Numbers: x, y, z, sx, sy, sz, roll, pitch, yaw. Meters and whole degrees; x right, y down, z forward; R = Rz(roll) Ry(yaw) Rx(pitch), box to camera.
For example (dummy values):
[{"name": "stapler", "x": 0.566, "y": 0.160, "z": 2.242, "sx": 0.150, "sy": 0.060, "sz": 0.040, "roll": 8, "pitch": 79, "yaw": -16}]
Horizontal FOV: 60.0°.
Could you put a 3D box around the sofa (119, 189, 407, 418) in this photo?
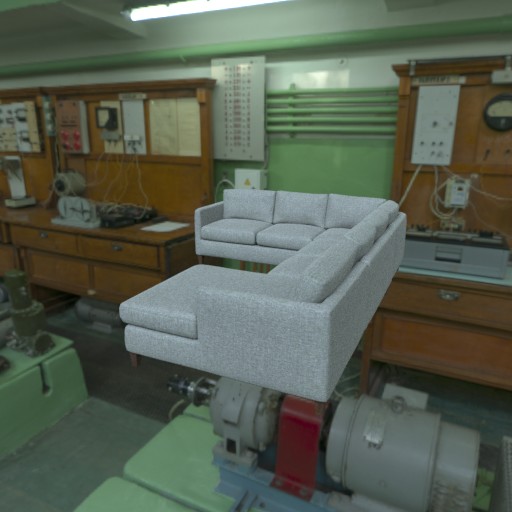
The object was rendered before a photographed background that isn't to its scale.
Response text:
[{"name": "sofa", "x": 0.000, "y": 0.000, "z": 4.626, "sx": 2.593, "sy": 0.959, "sz": 3.460, "roll": 7, "pitch": 18, "yaw": 24}]
